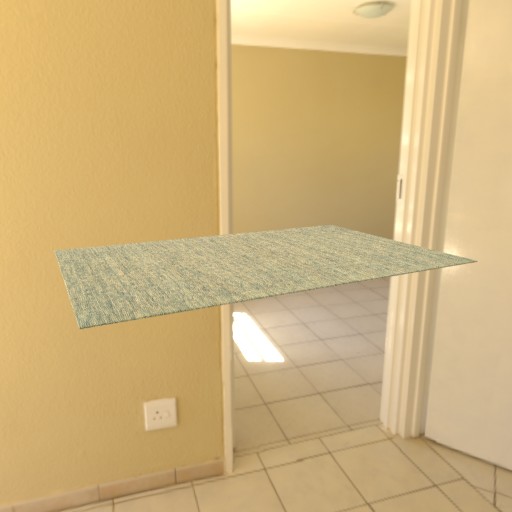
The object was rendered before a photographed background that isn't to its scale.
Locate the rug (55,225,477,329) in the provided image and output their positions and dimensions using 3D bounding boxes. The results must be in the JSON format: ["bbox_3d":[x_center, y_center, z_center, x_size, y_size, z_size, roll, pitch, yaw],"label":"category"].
[{"bbox_3d":[0.000,0.000,2.186,1.752,0.006,1.142,-7,15,-26],"label":"rug"}]
